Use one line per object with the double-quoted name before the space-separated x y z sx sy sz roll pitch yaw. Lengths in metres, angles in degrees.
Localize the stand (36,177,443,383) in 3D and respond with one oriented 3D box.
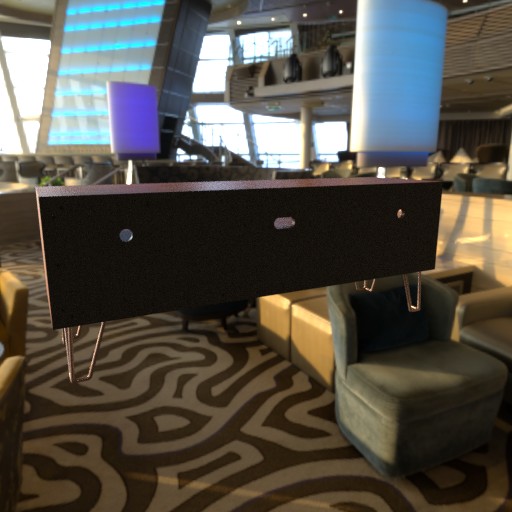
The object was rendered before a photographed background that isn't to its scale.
"stand" 0.000 0.000 1.892 1.626 0.610 0.481 -6 14 -26
